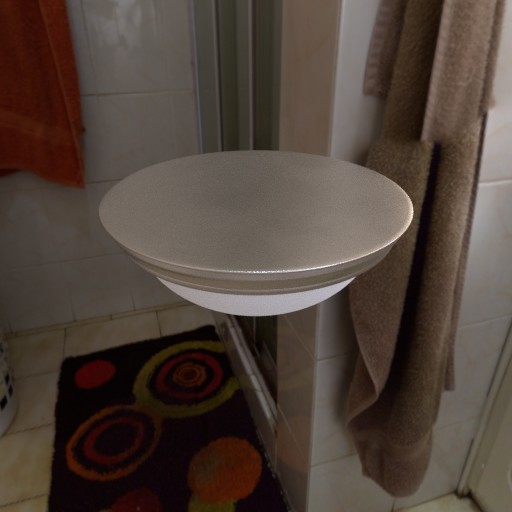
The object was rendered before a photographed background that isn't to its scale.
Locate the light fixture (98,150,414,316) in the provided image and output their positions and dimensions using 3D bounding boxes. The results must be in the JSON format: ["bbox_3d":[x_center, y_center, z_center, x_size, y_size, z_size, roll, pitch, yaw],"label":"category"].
[{"bbox_3d":[0.000,0.000,0.445,0.280,0.135,0.280,0,30,0],"label":"light fixture"}]
